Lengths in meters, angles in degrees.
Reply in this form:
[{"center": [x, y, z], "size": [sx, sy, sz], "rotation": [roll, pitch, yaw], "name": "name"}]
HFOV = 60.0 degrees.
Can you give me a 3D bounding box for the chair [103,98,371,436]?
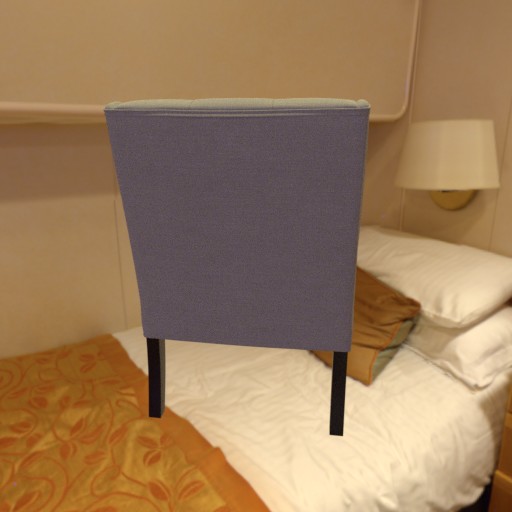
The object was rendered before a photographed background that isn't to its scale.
[{"center": [0.000, 0.000, 1.319], "size": [0.569, 0.853, 0.676], "rotation": [2, 16, 8], "name": "chair"}]
